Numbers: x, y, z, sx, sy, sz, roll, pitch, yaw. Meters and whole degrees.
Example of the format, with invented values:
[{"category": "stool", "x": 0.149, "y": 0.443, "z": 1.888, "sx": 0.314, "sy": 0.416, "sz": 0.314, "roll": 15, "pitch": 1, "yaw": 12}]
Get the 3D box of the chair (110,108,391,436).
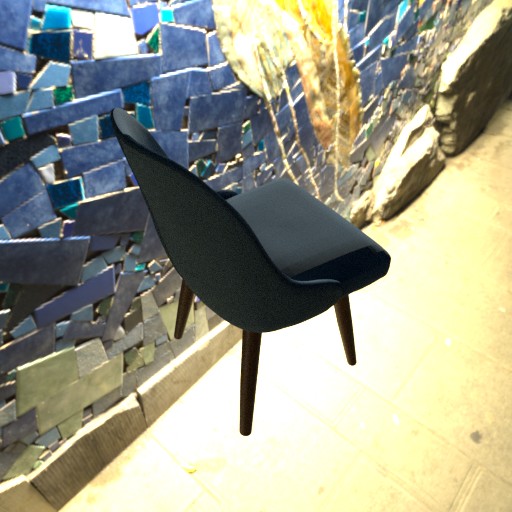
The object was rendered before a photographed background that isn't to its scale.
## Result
[{"category": "chair", "x": 0.000, "y": 0.000, "z": 1.209, "sx": 0.589, "sy": 0.882, "sz": 0.503, "roll": -25, "pitch": 48, "yaw": -25}]
